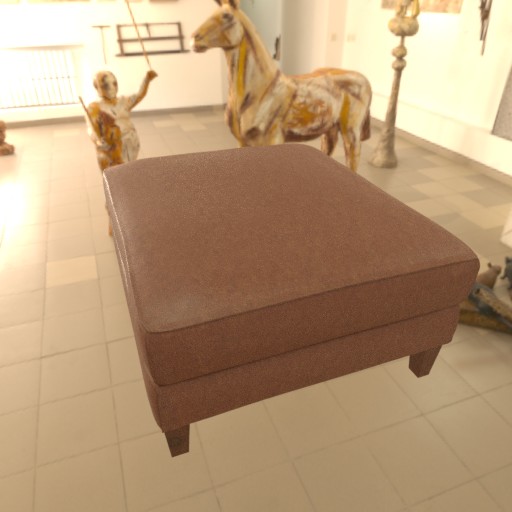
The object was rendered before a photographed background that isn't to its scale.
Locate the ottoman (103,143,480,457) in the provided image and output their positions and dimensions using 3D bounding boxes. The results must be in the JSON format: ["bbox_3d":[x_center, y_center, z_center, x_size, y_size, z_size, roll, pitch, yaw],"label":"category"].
[{"bbox_3d":[0.000,0.000,1.426,0.836,0.472,0.987,-11,33,-18],"label":"ottoman"}]
